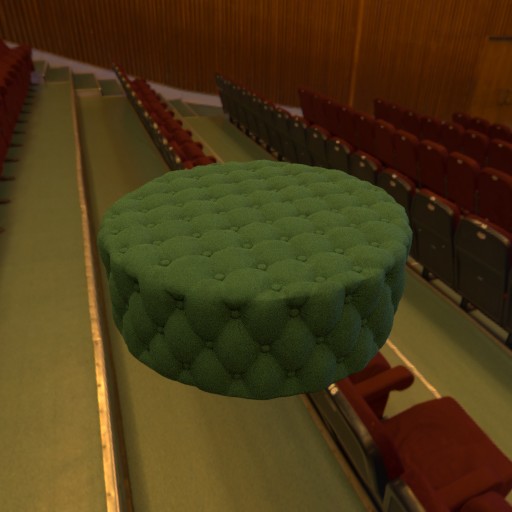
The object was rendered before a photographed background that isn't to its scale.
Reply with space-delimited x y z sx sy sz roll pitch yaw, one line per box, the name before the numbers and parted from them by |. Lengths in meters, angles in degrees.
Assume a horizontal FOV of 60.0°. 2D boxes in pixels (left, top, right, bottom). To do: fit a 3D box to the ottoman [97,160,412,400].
ottoman | 0.000 0.000 1.531 0.998 0.399 0.998 0 31 0
